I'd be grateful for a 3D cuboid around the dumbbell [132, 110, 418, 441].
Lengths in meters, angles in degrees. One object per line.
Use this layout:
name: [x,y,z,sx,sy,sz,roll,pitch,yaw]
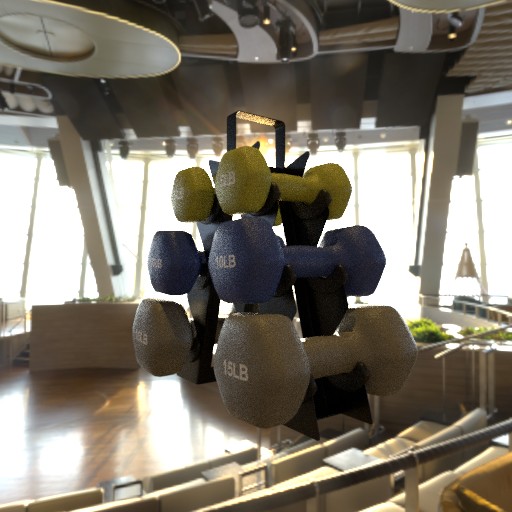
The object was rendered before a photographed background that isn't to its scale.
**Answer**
dumbbell: [0.000,0.000,0.682,0.261,0.426,0.416,1,-1,-35]
